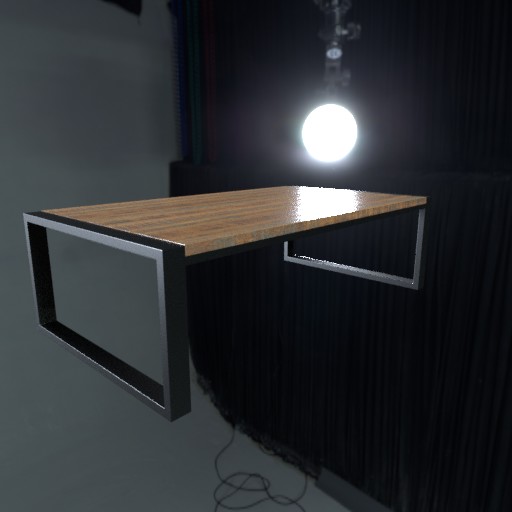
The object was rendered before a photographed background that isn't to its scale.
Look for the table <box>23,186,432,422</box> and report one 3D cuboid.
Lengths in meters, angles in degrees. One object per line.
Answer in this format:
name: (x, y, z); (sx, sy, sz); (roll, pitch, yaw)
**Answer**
table: (0.000, 0.000, 1.674); (0.750, 0.400, 1.350); (13, 19, 42)
